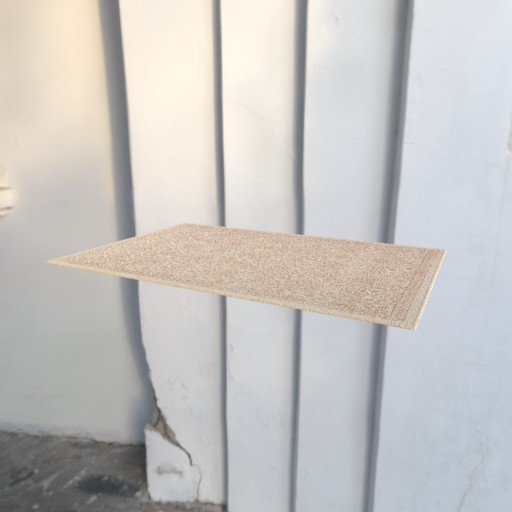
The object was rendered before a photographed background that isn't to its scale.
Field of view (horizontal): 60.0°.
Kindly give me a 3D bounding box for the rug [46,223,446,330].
[{"bbox_3d":[0.000,0.000,2.416,1.829,0.010,1.219,8,17,26],"label":"rug"}]
